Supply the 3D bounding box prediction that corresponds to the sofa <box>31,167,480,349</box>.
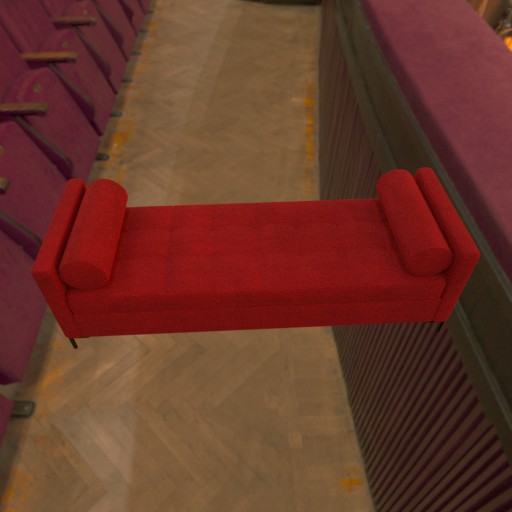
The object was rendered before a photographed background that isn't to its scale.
[{"bbox_3d":[0.000,0.000,2.385,1.981,0.635,0.686,-2,46,-2],"label":"sofa"}]
